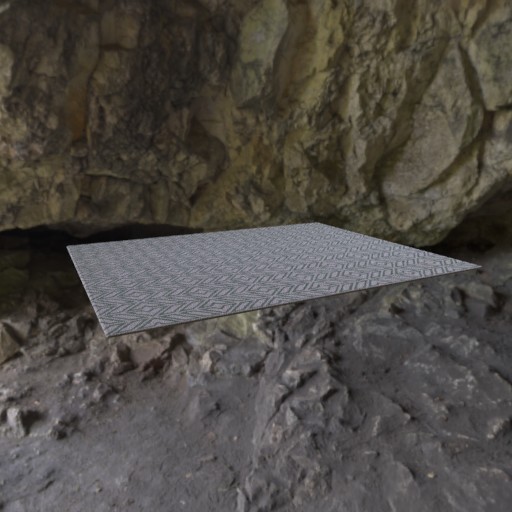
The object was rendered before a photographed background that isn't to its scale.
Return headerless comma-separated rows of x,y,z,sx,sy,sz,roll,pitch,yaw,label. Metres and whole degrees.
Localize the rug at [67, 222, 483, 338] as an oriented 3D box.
0.000,0.000,4.101,3.050,0.017,2.441,-7,16,-26,rug
